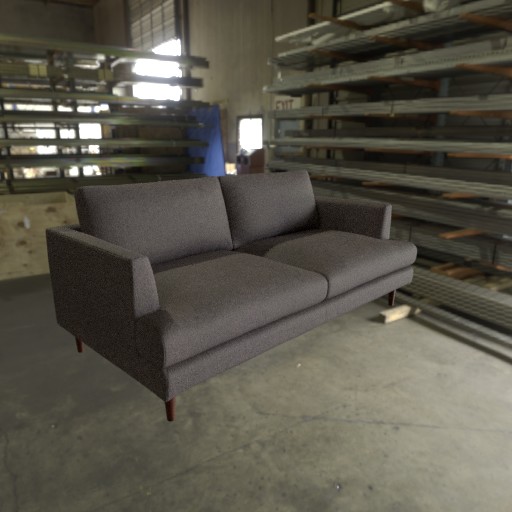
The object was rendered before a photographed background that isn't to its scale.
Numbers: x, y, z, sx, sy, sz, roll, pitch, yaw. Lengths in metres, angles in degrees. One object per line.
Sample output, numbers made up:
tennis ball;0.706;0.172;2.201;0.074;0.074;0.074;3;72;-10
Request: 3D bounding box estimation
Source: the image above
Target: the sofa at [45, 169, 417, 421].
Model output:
sofa;0.000;0.000;2.537;1.020;0.868;1.948;15;21;43
